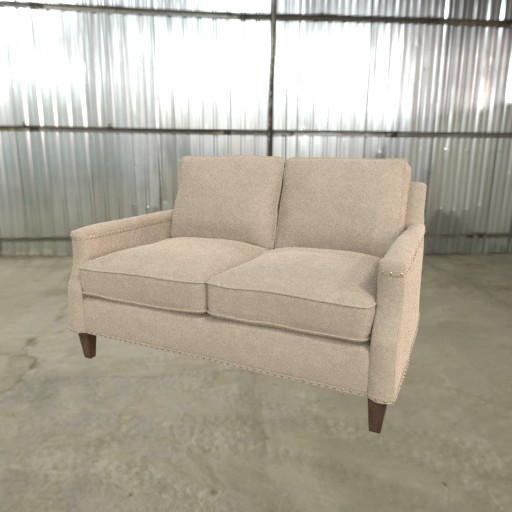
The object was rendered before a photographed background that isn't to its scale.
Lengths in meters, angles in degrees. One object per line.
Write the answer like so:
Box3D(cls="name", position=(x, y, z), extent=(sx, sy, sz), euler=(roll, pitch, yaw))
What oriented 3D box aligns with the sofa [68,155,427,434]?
Box3D(cls="sofa", position=(0.000, 0.000, 2.277), extent=(1.597, 1.002, 1.084), euler=(6, 15, 25))
